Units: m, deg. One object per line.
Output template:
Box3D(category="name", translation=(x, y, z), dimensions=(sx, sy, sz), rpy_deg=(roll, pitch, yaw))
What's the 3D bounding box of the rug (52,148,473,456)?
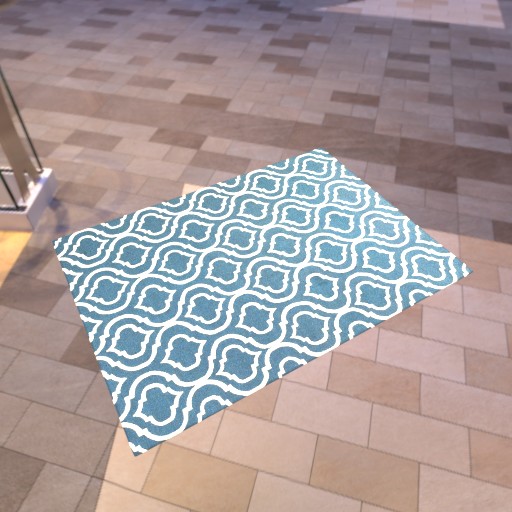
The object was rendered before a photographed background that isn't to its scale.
Box3D(category="rug", translation=(0.000, 0.000, 4.337), dimensions=(3.353, 0.010, 2.438), rpy_deg=(-23, 51, -20))
